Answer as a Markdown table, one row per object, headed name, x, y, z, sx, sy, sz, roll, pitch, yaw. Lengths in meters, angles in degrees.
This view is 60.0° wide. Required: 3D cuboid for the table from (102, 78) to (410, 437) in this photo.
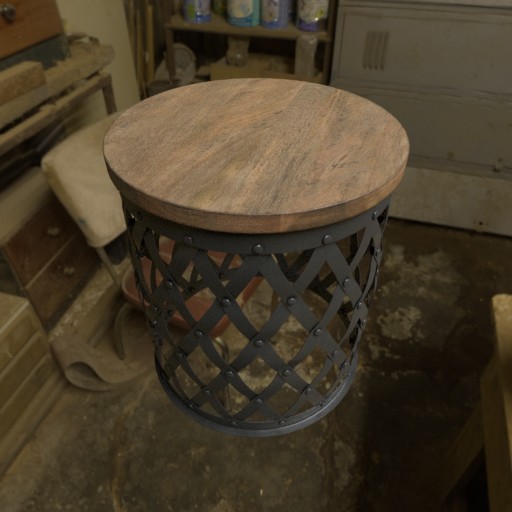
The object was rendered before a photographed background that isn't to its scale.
| name | x | y | z | sx | sy | sz | roll | pitch | yaw |
| --- | --- | --- | --- | --- | --- | --- | --- | --- | --- |
| table | 0.000 | 0.000 | 0.749 | 0.405 | 0.454 | 0.405 | 0 | 40 | 0 |
